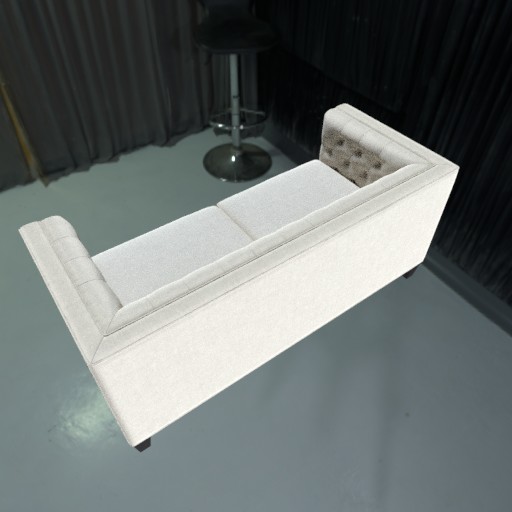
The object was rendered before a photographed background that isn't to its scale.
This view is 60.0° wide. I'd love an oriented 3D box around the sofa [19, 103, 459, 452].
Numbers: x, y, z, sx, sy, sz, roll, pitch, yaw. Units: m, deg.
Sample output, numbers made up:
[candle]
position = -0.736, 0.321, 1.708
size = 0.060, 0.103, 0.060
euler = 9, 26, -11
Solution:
[sofa]
position = 0.000, 0.000, 2.167
size = 1.778, 0.762, 0.775
euler = -27, 52, -24
